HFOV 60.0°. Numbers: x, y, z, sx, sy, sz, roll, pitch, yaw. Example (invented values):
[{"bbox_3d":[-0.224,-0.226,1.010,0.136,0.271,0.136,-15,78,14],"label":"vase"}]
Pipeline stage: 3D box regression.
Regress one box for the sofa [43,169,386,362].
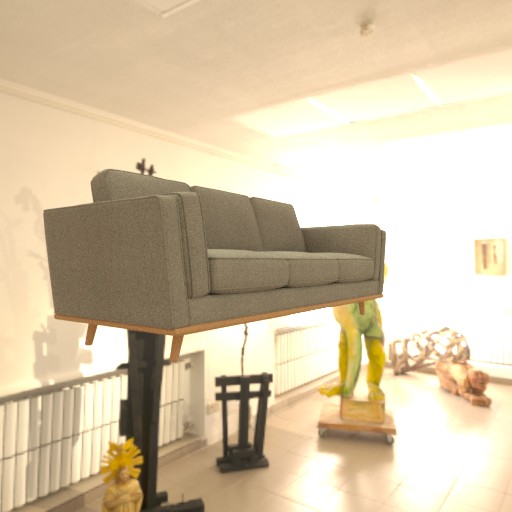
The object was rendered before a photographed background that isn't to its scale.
[{"bbox_3d":[0.000,0.000,2.822,0.903,0.899,2.362,0,-1,36],"label":"sofa"}]
